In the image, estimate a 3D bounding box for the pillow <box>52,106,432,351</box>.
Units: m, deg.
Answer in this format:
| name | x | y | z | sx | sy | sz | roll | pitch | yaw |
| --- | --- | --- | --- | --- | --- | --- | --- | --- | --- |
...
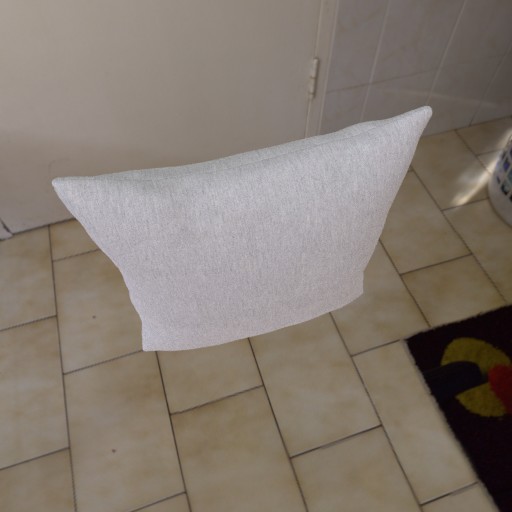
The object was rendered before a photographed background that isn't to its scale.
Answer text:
| name | x | y | z | sx | sy | sz | roll | pitch | yaw |
| --- | --- | --- | --- | --- | --- | --- | --- | --- | --- |
| pillow | 0.000 | 0.000 | 0.664 | 0.433 | 0.436 | 0.173 | -13 | 59 | -8 |
